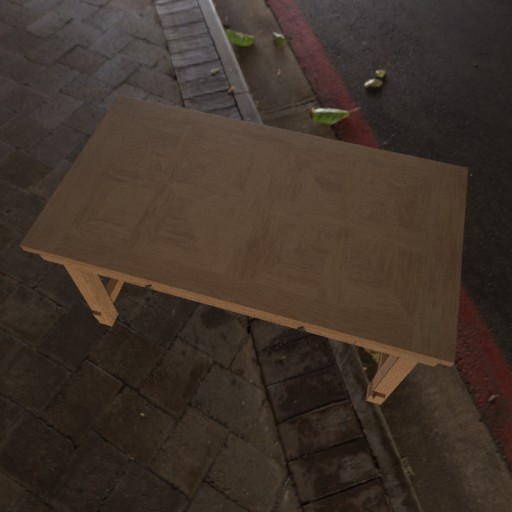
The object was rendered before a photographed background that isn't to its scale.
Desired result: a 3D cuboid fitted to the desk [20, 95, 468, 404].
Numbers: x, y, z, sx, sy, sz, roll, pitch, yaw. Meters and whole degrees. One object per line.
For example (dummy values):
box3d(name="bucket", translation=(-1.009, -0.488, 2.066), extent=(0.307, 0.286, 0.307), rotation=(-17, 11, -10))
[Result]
box3d(name="desk", translation=(0.000, 0.000, 1.979), extent=(1.499, 0.762, 0.813), rotation=(14, 61, 8))
